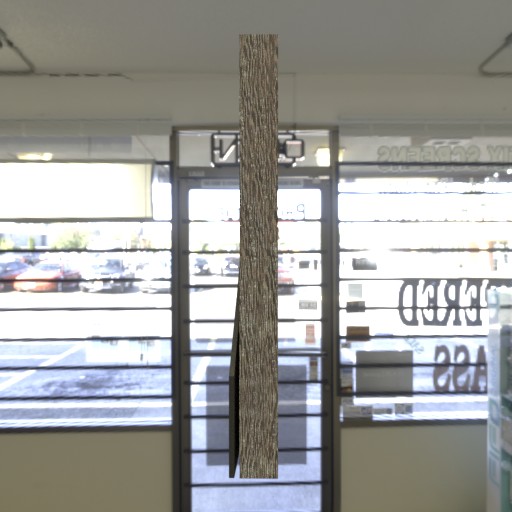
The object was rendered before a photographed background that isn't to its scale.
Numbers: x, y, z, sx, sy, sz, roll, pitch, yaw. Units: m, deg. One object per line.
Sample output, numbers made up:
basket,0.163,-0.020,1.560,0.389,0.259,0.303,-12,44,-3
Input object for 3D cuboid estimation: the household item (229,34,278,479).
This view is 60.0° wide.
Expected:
household item,0.000,0.000,0.246,0.020,0.180,0.133,0,0,1
